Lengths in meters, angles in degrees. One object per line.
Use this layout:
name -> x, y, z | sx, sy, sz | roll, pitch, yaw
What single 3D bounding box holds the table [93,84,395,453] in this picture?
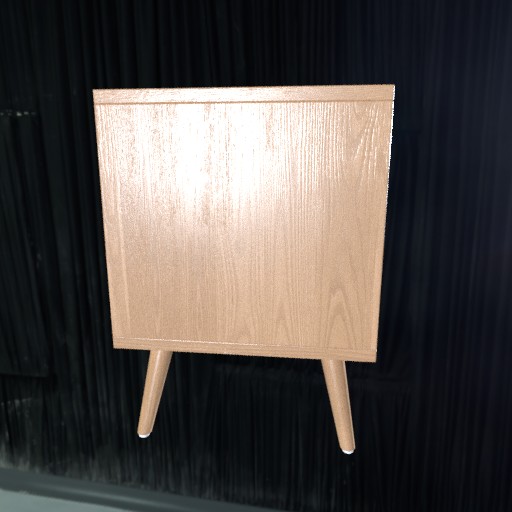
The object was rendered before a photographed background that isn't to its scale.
table -> 0.000, 0.000, 0.837 | 0.400, 0.550, 0.400 | 2, 14, 7
